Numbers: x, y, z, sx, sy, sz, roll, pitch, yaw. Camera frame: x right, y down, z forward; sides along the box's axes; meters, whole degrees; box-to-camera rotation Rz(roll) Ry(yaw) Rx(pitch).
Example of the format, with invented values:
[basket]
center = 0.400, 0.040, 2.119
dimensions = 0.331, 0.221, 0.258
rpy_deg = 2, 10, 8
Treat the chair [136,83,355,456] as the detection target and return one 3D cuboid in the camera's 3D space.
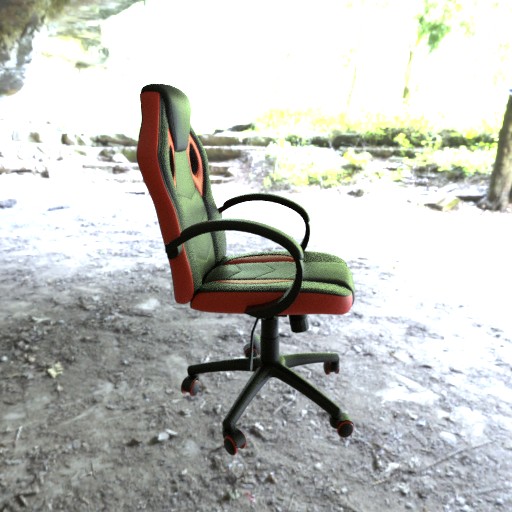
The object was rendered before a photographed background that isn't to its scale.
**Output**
[chair]
center = 0.000, 0.000, 1.386
dimensions = 0.642, 1.016, 0.600
rpy_deg = 2, 16, 8
